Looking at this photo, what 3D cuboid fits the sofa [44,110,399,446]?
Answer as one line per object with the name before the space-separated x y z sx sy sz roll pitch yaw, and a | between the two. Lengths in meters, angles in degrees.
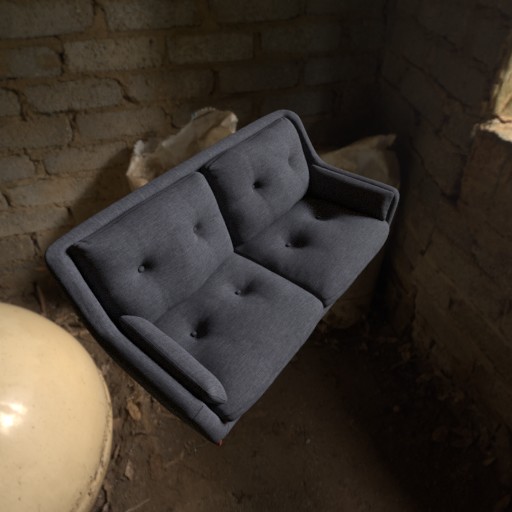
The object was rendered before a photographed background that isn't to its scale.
sofa | 0.000 0.000 2.467 0.975 0.896 1.929 26 48 26
